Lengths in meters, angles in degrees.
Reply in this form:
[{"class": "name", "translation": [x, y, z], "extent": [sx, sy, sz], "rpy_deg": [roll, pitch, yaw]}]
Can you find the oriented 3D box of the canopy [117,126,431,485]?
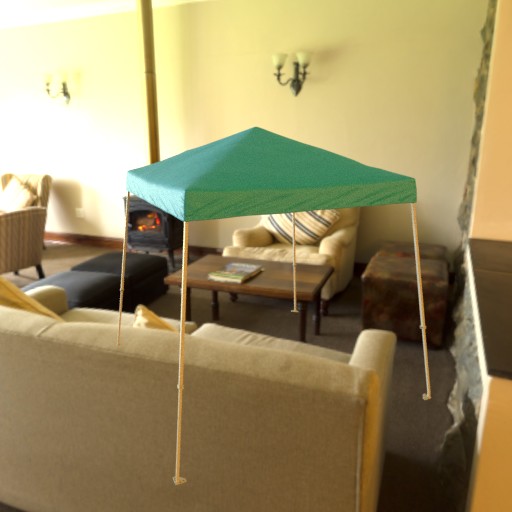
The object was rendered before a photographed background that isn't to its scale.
[{"class": "canopy", "translation": [0.000, 0.000, 5.084], "extent": [2.850, 2.850, 2.849], "rpy_deg": [-7, 16, -25]}]
